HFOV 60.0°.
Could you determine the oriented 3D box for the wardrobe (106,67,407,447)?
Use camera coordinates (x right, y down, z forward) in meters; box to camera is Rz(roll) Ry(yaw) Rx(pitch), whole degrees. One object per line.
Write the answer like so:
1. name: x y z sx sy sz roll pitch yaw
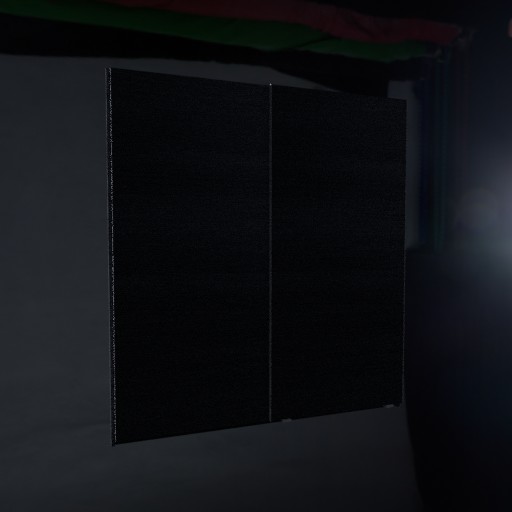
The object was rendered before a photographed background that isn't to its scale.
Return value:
1. wardrobe: 0.000 0.000 2.820 1.780 1.960 0.629 -1 3 -18
